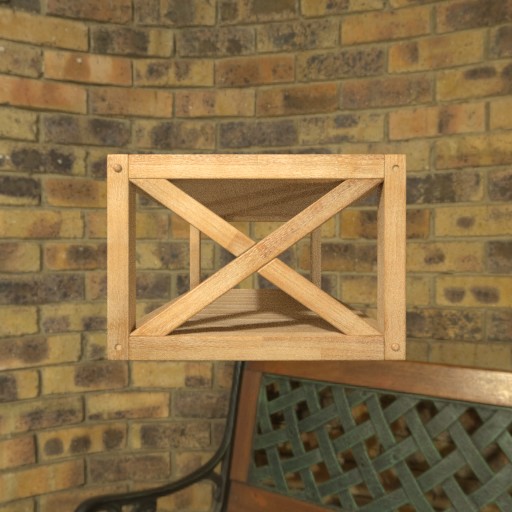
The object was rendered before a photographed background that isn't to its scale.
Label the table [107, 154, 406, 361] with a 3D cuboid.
[{"bbox_3d":[0.000,0.000,1.630,0.660,0.457,1.321,0,0,0],"label":"table"}]
